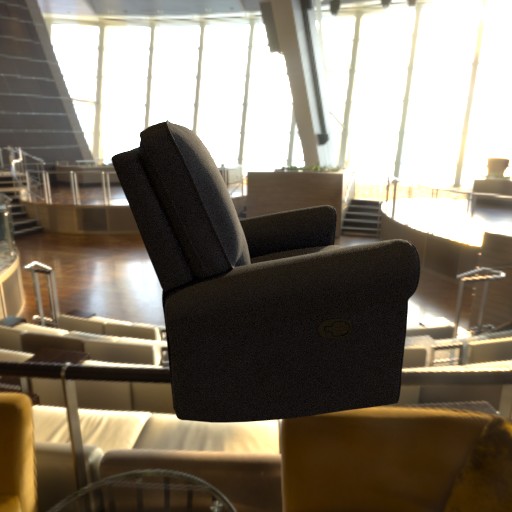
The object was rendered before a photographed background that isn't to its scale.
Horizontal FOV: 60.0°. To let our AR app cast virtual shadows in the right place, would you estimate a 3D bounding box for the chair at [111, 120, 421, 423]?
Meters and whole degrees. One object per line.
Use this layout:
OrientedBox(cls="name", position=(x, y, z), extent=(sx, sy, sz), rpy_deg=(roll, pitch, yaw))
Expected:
OrientedBox(cls="chair", position=(0.000, 0.000, 1.646), extent=(0.878, 0.961, 0.890), rpy_deg=(-3, 16, -9))
